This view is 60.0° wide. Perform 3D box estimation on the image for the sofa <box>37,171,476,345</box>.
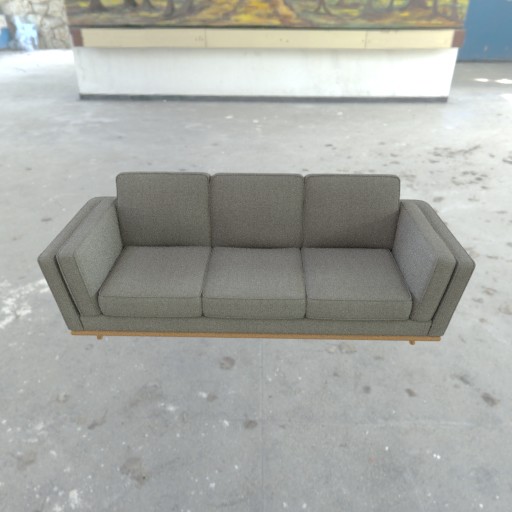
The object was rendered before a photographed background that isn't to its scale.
[{"bbox_3d":[0.000,0.000,2.846,2.362,0.899,0.903,1,30,1],"label":"sofa"}]
